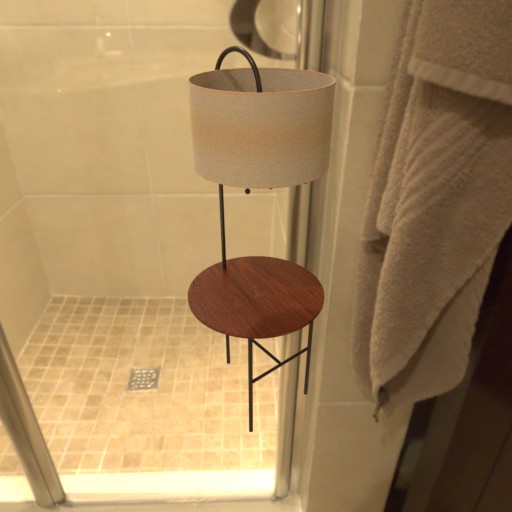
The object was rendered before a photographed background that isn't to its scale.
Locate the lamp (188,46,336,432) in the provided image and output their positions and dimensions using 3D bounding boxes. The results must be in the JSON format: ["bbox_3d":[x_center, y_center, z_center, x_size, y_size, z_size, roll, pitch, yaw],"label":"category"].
[{"bbox_3d":[0.000,0.000,1.782,0.573,1.517,0.573,0,31,0],"label":"lamp"}]
